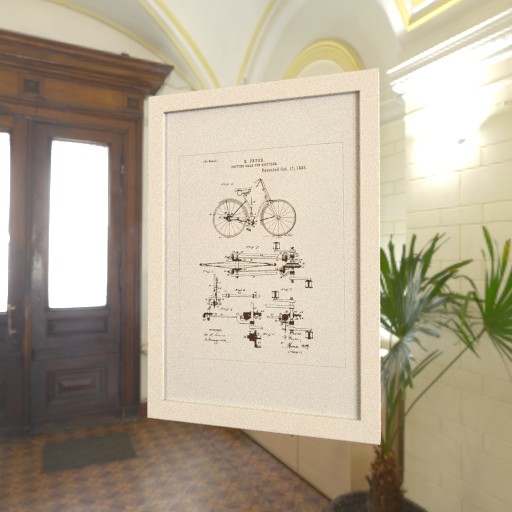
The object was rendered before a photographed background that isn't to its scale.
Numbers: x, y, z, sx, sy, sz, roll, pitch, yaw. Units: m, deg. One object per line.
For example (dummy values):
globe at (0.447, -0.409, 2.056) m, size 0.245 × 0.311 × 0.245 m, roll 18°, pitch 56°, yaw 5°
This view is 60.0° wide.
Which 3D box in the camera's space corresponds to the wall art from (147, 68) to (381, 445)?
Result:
wall art at (0.000, 0.000, 0.617) m, size 0.332 × 0.477 × 0.015 m, roll 0°, pitch -1°, yaw 17°
